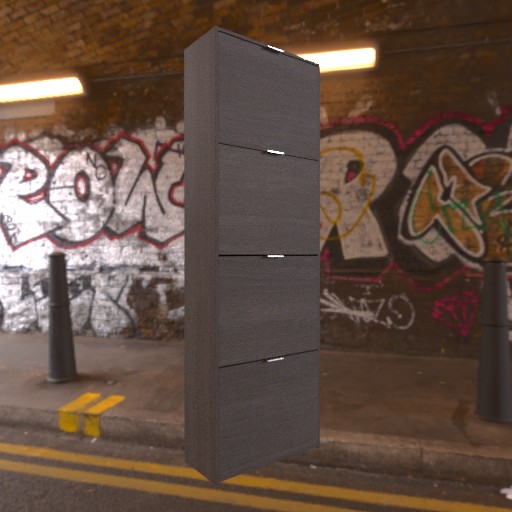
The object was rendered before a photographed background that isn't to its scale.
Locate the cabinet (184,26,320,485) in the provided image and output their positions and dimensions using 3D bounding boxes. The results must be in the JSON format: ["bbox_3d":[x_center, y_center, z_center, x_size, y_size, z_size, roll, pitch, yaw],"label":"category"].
[{"bbox_3d":[0.000,0.000,1.812,0.520,1.630,0.255,0,0,-37],"label":"cabinet"}]
